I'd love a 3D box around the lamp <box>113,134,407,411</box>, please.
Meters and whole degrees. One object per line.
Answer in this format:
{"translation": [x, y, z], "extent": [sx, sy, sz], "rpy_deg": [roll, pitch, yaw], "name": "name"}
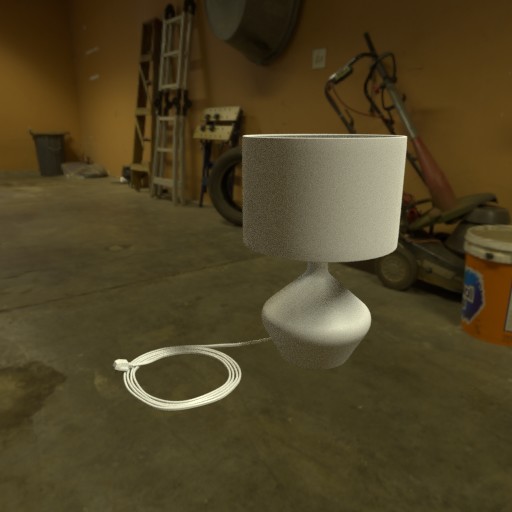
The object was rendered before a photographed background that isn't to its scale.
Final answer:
{"translation": [0.000, 0.000, 0.876], "extent": [0.546, 0.457, 0.401], "rpy_deg": [3, 17, 8], "name": "lamp"}
